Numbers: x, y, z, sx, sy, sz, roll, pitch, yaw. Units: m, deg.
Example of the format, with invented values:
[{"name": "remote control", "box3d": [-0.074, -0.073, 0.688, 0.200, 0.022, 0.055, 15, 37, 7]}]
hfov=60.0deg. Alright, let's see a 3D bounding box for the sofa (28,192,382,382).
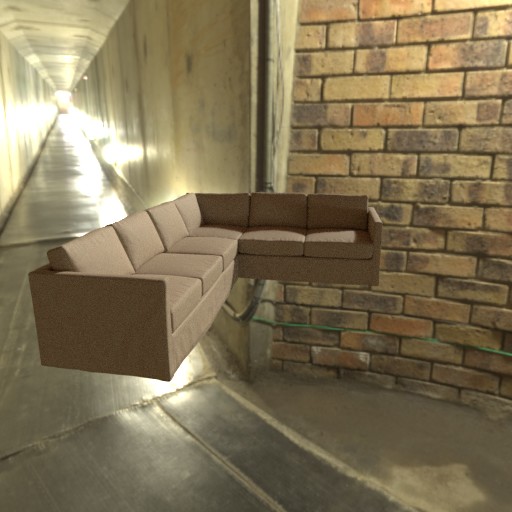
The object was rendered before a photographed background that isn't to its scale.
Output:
[{"name": "sofa", "box3d": [0.000, 0.000, 4.197, 2.432, 0.871, 3.182, 3, 15, 9]}]
